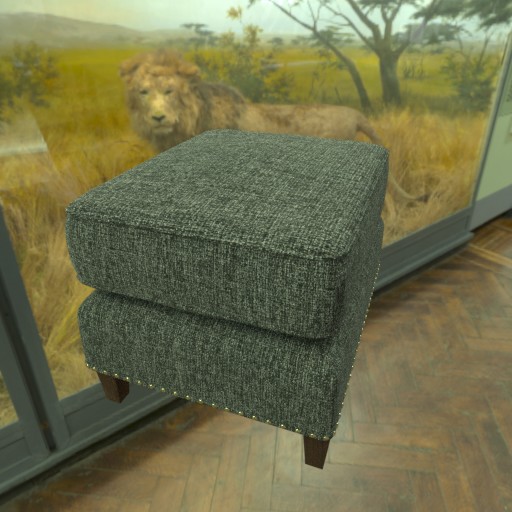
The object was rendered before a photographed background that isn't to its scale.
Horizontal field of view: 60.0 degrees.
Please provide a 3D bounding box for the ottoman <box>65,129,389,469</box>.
[{"bbox_3d":[0.000,0.000,1.146,0.589,0.537,0.738,10,31,18],"label":"ottoman"}]
